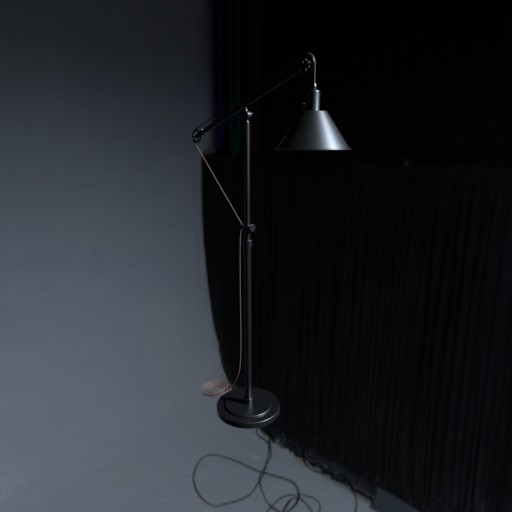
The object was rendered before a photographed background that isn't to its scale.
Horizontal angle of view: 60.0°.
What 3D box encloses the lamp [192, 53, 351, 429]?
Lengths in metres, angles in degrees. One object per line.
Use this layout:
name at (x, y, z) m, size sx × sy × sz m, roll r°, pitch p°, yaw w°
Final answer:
lamp at (0.000, 0.000, 2.008) m, size 0.319 × 1.626 × 0.904 m, roll -13°, pitch 20°, yaw -42°
